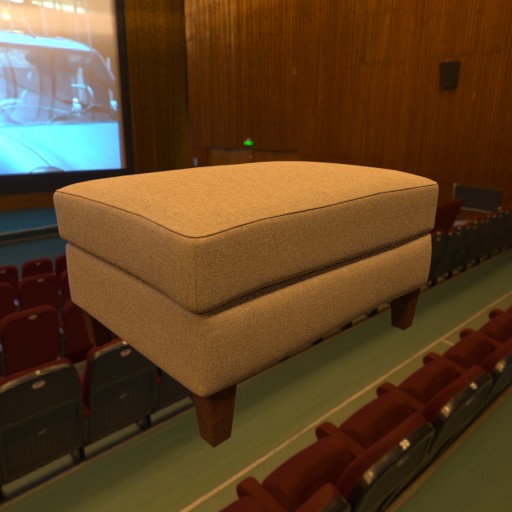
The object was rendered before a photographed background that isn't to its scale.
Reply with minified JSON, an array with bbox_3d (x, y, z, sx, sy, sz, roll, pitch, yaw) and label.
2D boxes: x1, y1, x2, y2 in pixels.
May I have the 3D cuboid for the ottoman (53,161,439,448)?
[{"bbox_3d":[0.000,0.000,1.290,0.898,0.519,0.677,-16,24,-40],"label":"ottoman"}]
